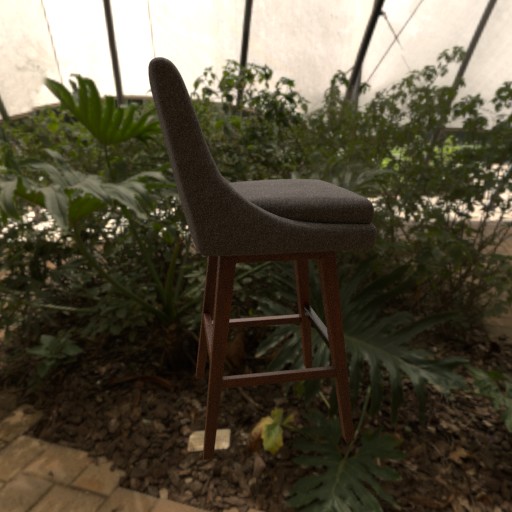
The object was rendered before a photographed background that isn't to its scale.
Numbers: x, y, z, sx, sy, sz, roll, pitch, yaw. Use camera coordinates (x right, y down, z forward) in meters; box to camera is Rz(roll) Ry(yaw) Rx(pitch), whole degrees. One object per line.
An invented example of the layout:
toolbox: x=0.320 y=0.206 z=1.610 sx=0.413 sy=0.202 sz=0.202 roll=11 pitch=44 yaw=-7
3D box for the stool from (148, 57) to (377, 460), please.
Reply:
stool: x=0.000 y=0.000 z=1.361 sx=0.572 sy=1.068 sz=0.489 roll=-3 pitch=17 yaw=-10
